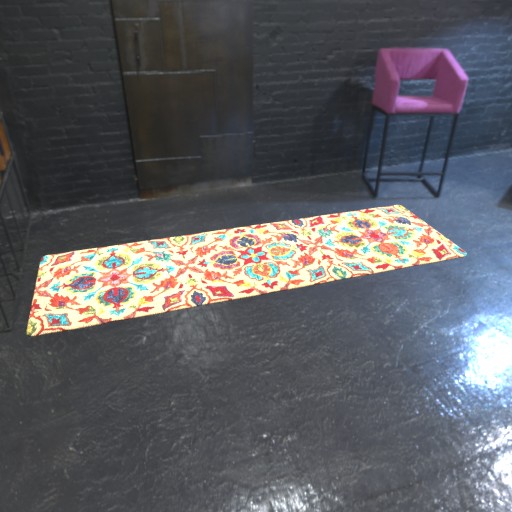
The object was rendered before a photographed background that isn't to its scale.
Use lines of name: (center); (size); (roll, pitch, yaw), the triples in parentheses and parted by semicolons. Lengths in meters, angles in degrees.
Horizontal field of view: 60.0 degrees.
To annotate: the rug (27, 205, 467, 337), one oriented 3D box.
rug: (0.000, 0.000, 2.459); (2.273, 0.016, 0.693); (-9, 33, -15)
